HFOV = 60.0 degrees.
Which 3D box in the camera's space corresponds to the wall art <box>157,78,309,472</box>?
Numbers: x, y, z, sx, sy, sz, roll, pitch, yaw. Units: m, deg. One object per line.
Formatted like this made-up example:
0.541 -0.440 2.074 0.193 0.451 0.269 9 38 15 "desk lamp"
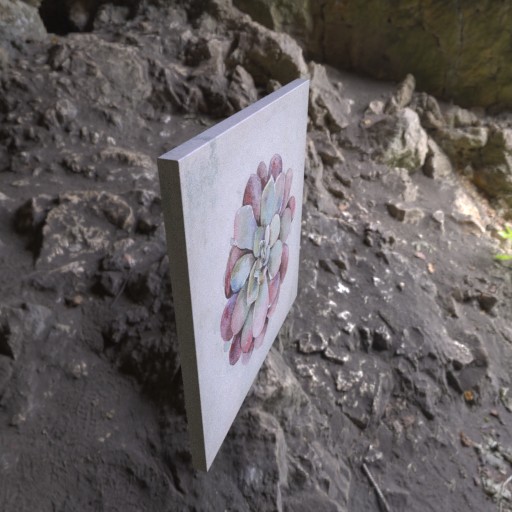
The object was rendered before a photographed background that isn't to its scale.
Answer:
0.000 0.000 1.165 0.041 0.762 0.762 11 33 18 "wall art"
